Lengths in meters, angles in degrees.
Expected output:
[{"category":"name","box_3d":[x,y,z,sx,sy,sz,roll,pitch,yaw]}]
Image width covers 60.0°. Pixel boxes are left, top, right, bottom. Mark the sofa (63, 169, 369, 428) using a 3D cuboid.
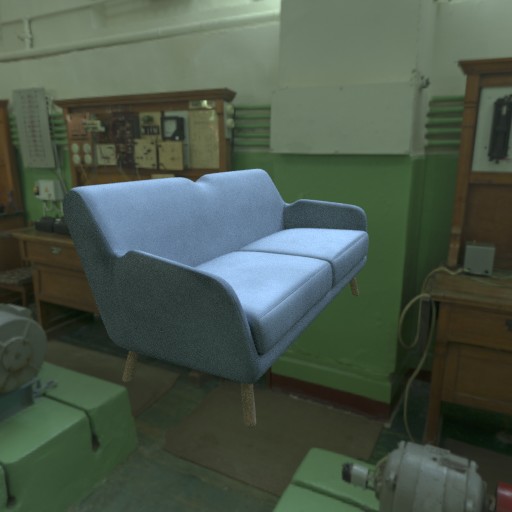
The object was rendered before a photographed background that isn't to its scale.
[{"category":"sofa","box_3d":[0.000,0.000,2.311,0.850,0.810,1.870,7,15,25]}]
